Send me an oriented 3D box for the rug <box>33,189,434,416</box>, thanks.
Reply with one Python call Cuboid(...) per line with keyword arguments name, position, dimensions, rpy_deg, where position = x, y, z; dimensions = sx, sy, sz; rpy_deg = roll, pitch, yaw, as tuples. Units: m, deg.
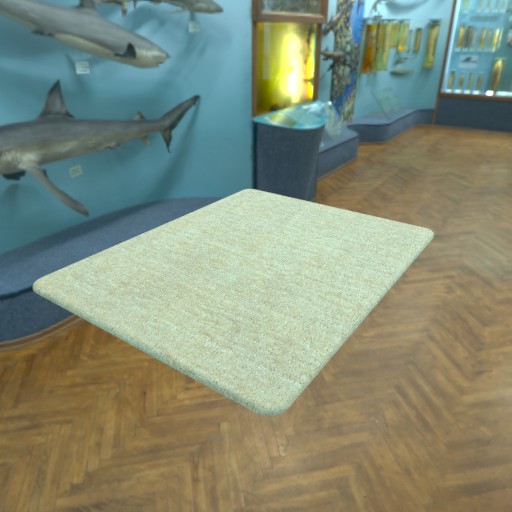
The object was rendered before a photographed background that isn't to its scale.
Cuboid(name="rug", position=(0.000, 0.000, 3.396), dimensions=(2.009, 0.048, 2.528), rpy_deg=(18, 32, 31))
